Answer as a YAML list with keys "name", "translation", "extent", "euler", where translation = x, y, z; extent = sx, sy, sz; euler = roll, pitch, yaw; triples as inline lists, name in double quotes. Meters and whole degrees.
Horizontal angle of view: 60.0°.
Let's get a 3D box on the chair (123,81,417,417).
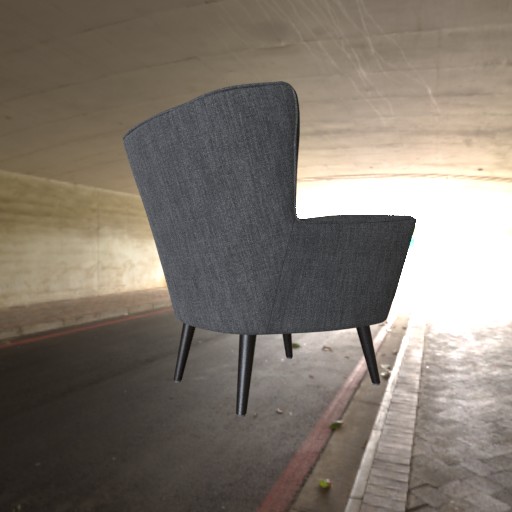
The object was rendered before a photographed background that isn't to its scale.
- name: "chair"
  translation: [0.000, 0.000, 1.588]
  extent: [0.888, 0.933, 0.781]
  euler: [0, 1, -36]
